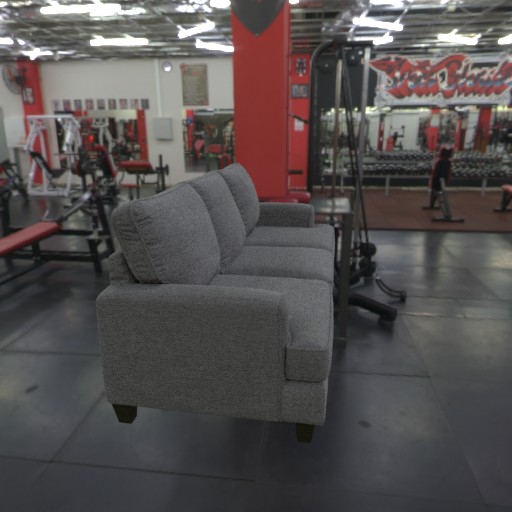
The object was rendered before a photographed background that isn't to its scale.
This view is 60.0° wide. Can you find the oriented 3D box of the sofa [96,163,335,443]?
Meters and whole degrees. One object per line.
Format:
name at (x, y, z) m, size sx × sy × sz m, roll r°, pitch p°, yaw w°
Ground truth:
sofa at (0.000, 0.000, 2.695) m, size 0.951 × 0.965 × 2.158 m, roll 3°, pitch 17°, yaw 10°
